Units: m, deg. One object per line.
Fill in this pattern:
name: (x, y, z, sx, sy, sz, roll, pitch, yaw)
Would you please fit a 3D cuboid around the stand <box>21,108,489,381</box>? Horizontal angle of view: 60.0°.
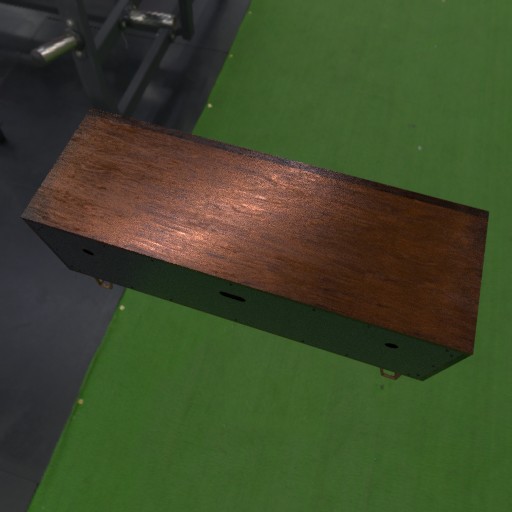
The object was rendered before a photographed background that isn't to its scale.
stand: (0.000, 0.000, 1.646, 1.372, 0.610, 0.481, 16, 65, 8)
